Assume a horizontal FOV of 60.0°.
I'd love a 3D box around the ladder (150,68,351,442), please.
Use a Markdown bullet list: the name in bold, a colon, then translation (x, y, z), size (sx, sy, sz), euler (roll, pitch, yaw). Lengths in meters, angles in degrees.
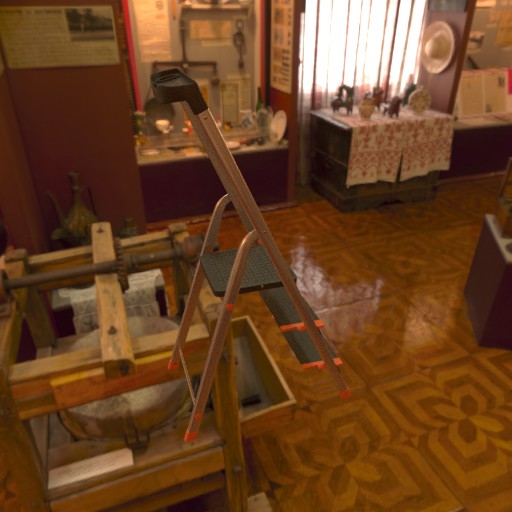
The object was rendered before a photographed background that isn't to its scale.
- **ladder**: translation (0.000, 0.000, 1.583), size (0.686, 1.229, 0.416), euler (-10, 31, -16)
